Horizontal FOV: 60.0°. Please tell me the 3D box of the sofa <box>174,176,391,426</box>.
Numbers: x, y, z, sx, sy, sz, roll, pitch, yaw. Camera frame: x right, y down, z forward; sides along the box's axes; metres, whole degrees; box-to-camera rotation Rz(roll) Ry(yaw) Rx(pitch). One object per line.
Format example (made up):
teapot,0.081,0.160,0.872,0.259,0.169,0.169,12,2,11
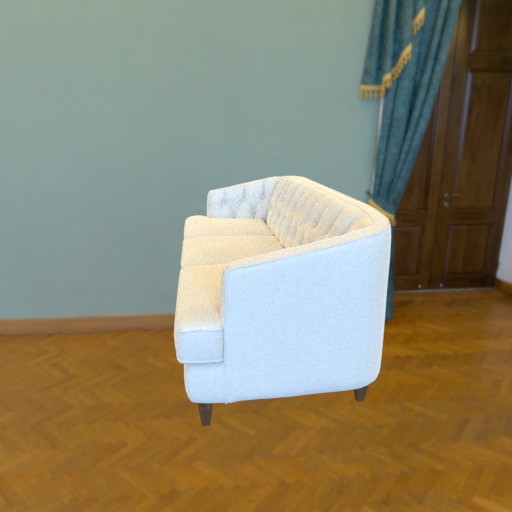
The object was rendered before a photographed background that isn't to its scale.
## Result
sofa,0.000,0.000,2.808,0.941,0.855,2.278,-2,16,-7
